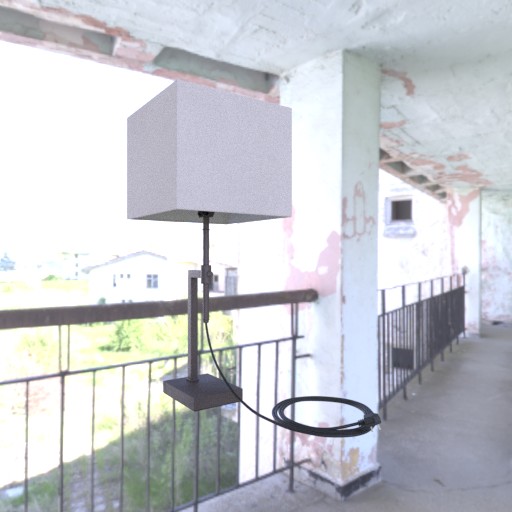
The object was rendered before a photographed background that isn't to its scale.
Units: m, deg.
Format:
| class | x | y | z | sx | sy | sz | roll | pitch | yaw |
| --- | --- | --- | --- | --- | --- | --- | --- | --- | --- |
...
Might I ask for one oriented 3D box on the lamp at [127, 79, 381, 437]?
| class | x | y | z | sx | sy | sz | roll | pitch | yaw |
| --- | --- | --- | --- | --- | --- | --- | --- | --- | --- |
| lamp | 0.000 | 0.000 | 0.962 | 0.399 | 0.660 | 0.504 | 0 | 0 | -35 |
